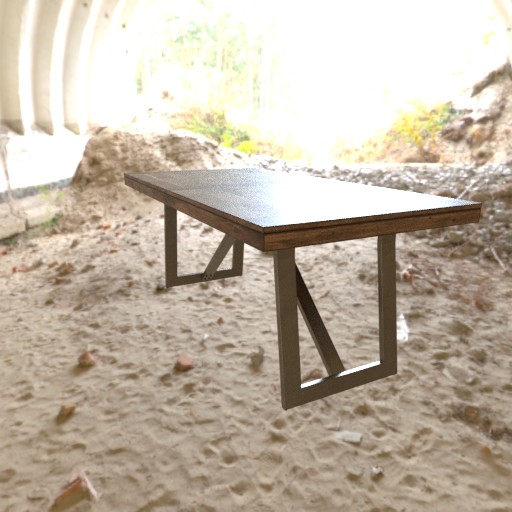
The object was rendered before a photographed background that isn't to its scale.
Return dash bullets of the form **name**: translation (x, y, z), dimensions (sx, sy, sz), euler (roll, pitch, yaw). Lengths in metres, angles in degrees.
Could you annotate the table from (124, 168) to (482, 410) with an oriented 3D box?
- **table**: translation (0.000, 0.000, 2.348), dimensions (0.931, 0.757, 1.867), euler (-8, 18, -27)
